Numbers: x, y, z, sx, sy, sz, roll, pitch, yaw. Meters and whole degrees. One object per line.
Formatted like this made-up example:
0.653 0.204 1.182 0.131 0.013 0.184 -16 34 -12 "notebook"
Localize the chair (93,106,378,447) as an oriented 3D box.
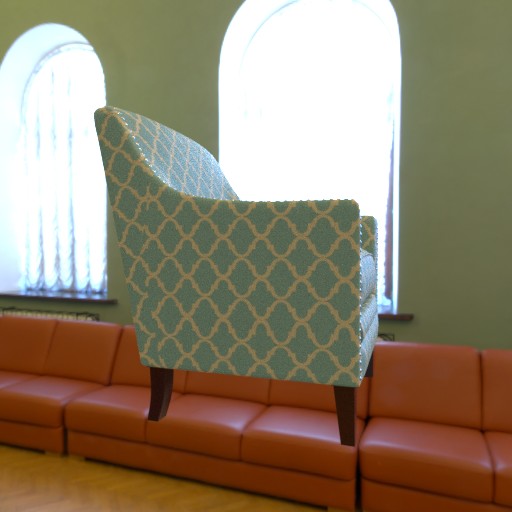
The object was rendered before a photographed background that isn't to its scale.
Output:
0.000 0.000 1.329 0.686 0.817 0.617 0 1 19 "chair"
